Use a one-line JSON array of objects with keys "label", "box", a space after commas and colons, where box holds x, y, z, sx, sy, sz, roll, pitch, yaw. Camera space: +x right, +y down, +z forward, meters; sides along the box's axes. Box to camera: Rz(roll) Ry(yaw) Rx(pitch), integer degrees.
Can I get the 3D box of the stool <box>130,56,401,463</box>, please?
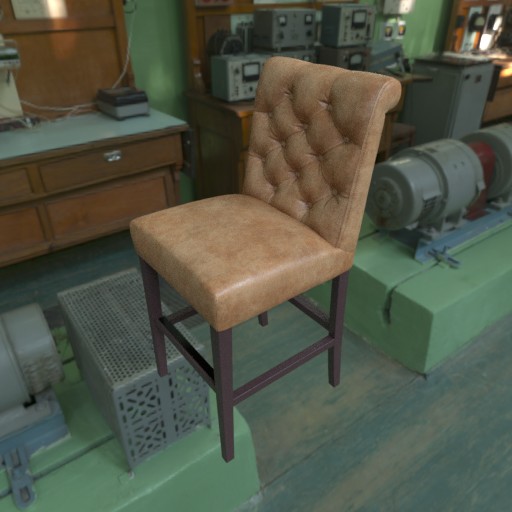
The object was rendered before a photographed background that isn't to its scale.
[{"label": "stool", "box": [0.000, 0.000, 1.365, 0.601, 1.047, 0.493, -22, 38, -31]}]
